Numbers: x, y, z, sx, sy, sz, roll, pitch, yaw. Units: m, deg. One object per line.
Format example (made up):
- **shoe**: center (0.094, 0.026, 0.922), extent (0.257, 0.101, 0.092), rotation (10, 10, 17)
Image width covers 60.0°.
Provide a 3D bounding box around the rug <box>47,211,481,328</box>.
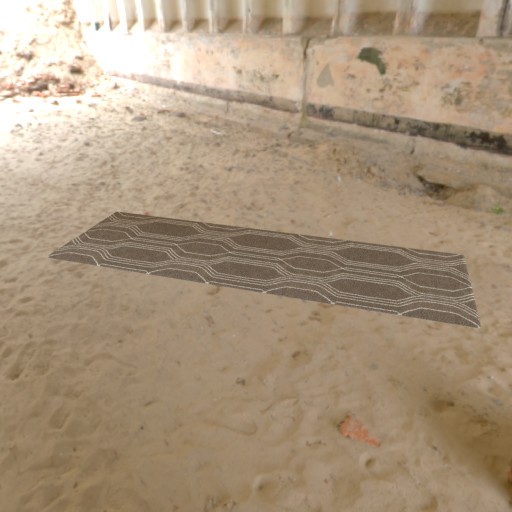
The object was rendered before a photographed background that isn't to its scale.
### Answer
- **rug**: center (0.000, 0.000, 2.742), extent (2.464, 0.012, 0.773), rotation (8, 29, 15)
